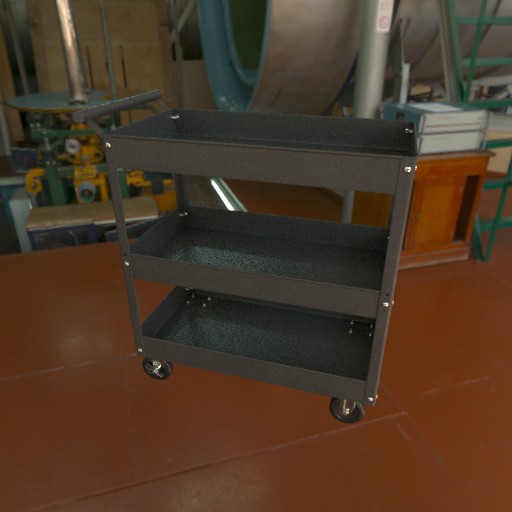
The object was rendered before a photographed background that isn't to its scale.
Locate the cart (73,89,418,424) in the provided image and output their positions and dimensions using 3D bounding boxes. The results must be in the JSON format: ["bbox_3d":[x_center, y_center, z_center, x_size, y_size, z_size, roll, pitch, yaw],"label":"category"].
[{"bbox_3d":[0.000,0.000,1.196,0.719,0.780,0.366,8,29,15],"label":"cart"}]
